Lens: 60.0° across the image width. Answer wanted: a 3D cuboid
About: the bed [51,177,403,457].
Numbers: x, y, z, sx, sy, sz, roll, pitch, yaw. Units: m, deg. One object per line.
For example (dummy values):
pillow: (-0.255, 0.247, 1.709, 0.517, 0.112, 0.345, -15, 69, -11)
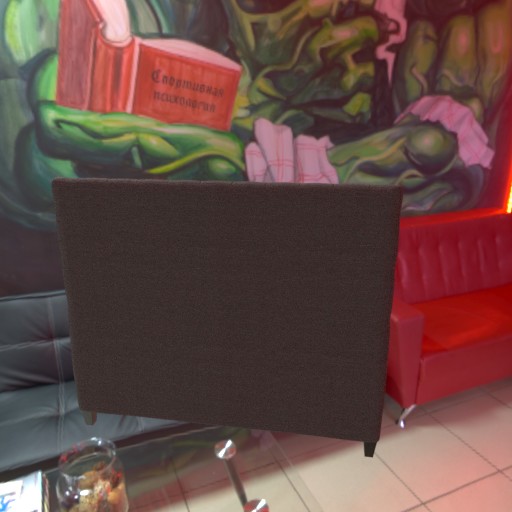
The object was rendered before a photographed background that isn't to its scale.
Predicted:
bed: (0.000, 0.000, 3.347, 1.698, 1.427, 2.387, 3, 17, 9)
